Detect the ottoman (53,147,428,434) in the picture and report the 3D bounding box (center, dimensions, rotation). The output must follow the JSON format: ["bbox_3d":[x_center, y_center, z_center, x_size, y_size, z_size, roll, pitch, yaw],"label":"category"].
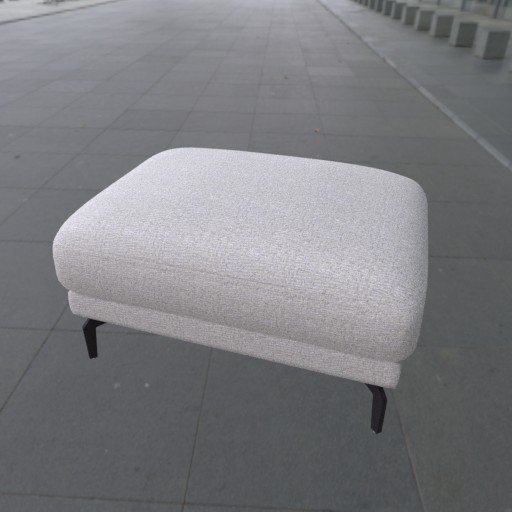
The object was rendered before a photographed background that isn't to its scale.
[{"bbox_3d":[0.000,0.000,1.099,0.772,0.420,0.568,10,34,15],"label":"ottoman"}]
